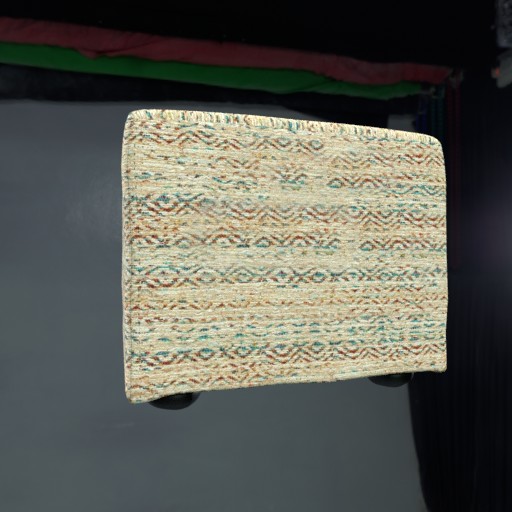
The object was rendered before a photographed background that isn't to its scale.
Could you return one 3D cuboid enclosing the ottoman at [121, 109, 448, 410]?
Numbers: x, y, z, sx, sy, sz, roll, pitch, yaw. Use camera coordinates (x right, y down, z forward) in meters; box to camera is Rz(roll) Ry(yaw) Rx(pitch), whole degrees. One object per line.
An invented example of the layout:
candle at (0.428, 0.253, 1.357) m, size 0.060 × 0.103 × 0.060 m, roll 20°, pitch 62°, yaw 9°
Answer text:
ottoman at (0.000, 0.000, 0.894) m, size 0.521 × 0.453 × 0.512 m, roll 0°, pitch 0°, yaw -17°
